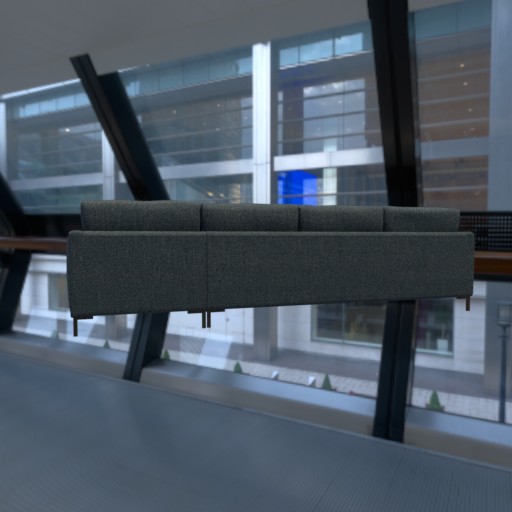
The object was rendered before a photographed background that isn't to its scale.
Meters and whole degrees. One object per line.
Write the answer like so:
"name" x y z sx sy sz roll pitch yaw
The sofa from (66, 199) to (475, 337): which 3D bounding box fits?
"sofa" 0.000 0.000 3.635 2.737 0.753 1.879 -1 3 -18
